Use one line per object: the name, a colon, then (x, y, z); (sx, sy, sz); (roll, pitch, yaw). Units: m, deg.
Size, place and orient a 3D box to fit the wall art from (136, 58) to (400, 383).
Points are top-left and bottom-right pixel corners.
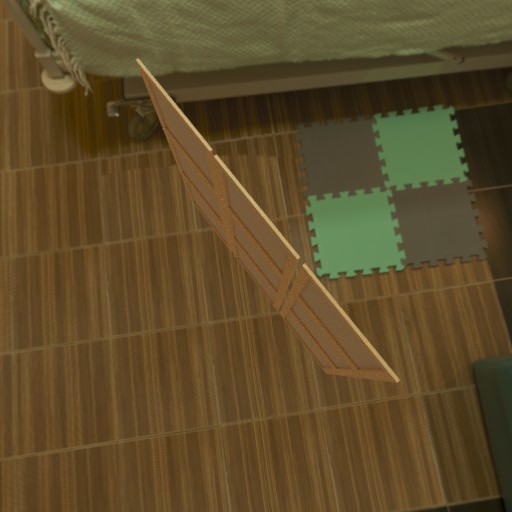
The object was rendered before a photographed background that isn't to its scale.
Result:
wall art: (0.000, 0.000, 2.308); (0.014, 1.507, 1.519); (-37, 79, -8)
